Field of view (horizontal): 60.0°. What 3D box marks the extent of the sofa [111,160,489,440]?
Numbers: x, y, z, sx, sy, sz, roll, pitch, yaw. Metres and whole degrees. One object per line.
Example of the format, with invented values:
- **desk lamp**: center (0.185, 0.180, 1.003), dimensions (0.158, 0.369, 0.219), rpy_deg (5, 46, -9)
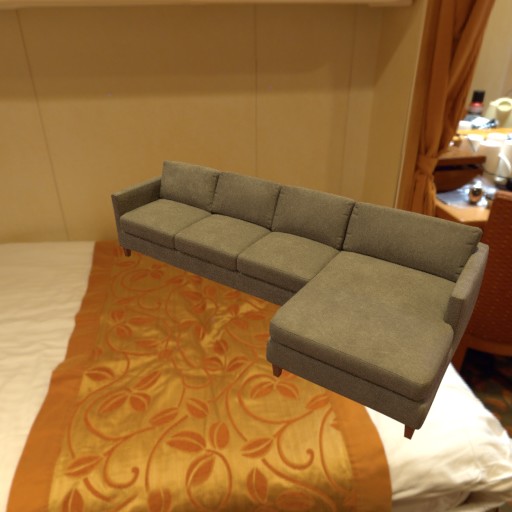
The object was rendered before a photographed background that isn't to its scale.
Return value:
- **sofa**: center (0.000, 0.000, 3.908), dimensions (3.471, 0.950, 1.604), rpy_deg (18, 33, 29)
